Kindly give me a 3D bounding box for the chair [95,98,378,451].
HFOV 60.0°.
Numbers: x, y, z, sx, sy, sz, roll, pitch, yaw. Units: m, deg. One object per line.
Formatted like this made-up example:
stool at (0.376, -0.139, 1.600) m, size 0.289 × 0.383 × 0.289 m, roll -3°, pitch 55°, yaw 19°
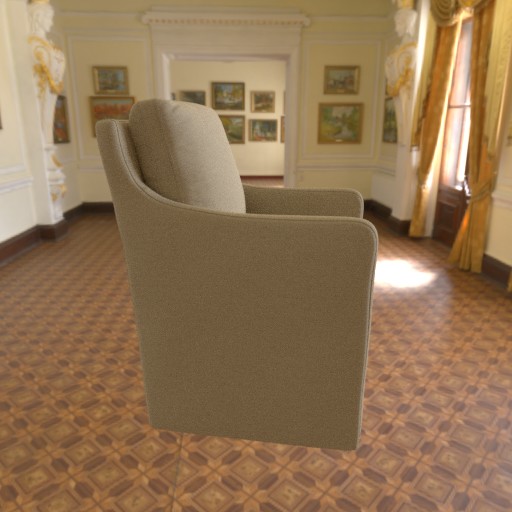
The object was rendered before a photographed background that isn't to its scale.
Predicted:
chair at (0.000, 0.000, 1.385) m, size 0.694 × 0.914 × 0.626 m, roll 3°, pitch 16°, yaw 9°
